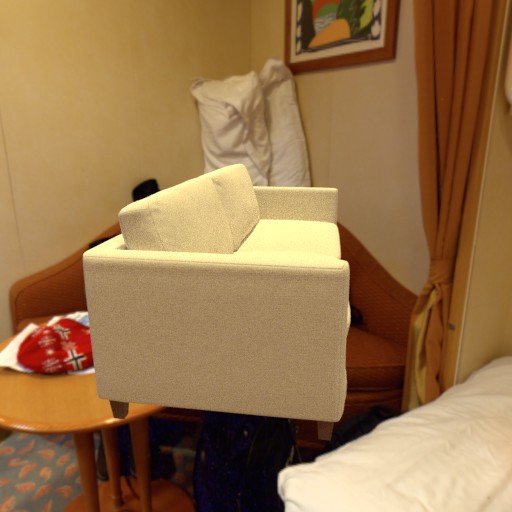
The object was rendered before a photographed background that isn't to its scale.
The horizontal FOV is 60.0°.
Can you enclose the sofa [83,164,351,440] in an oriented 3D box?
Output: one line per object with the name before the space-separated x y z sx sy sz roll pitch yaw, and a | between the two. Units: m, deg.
sofa | 0.000 0.000 2.471 0.965 0.889 1.981 2 16 9
